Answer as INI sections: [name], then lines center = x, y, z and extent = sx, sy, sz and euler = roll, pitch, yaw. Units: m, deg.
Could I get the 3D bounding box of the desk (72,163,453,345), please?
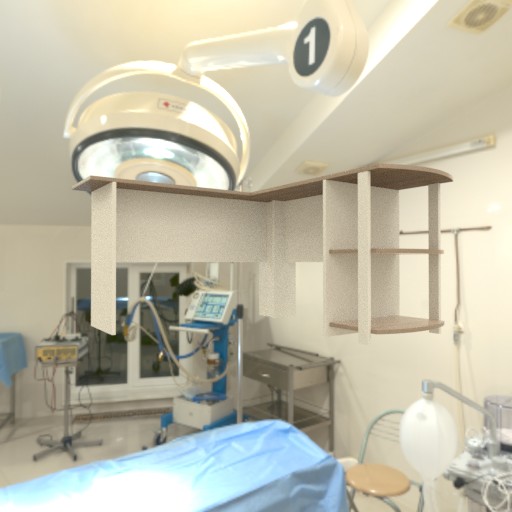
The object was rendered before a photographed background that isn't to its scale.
[desk]
center = 0.000, 0.000, 2.093
extent = 1.361, 0.716, 1.303
euler = 1, -1, -35
